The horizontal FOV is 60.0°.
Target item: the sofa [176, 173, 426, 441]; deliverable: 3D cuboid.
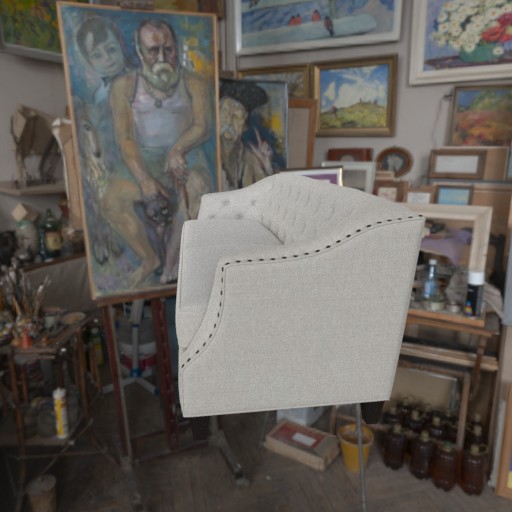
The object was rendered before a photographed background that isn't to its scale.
[{"bbox_3d":[0.000,0.000,2.683,0.914,0.901,2.235,-2,14,-8],"label":"sofa"}]
